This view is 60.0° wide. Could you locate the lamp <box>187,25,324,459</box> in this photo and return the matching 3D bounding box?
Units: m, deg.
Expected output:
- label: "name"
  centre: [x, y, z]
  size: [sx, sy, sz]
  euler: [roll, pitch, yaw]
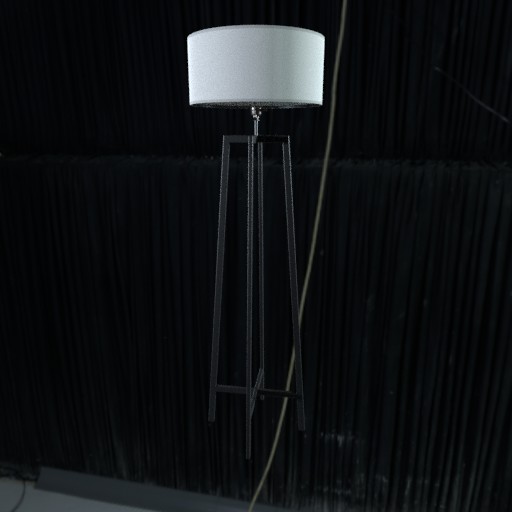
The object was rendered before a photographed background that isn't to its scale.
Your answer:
- label: "lamp"
  centre: [0.000, 0.000, 1.700]
  size: [0.456, 1.510, 0.457]
  euler: [2, 16, 8]
